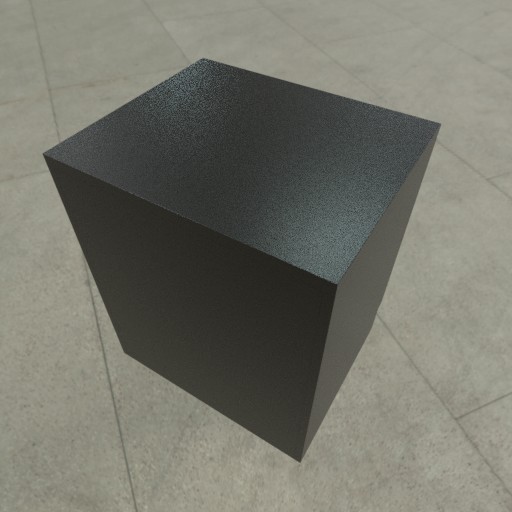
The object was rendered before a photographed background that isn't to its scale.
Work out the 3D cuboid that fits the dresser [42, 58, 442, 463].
[{"bbox_3d":[0.000,0.000,0.753,0.400,0.470,0.360,24,51,21],"label":"dresser"}]
